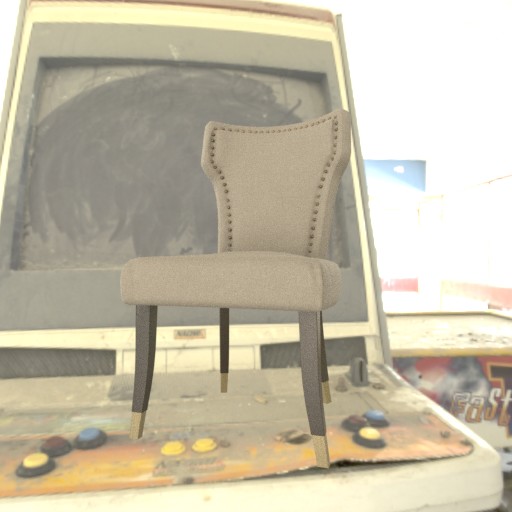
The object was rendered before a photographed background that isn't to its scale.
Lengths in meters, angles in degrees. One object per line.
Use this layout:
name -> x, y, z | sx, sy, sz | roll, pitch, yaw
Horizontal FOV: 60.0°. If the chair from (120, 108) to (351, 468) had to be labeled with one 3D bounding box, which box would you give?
chair -> 0.000, 0.000, 1.317 | 0.526, 0.950, 0.630 | 0, 0, 18
